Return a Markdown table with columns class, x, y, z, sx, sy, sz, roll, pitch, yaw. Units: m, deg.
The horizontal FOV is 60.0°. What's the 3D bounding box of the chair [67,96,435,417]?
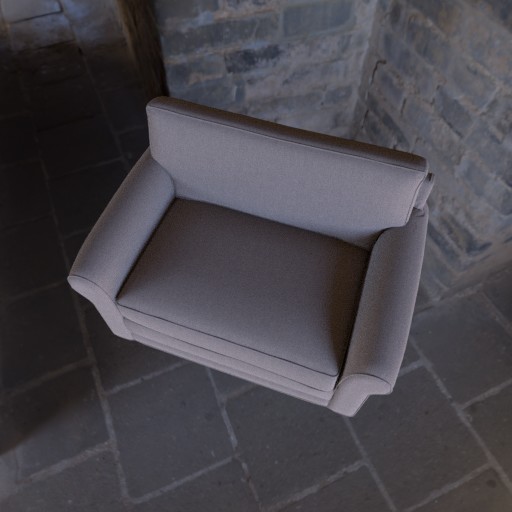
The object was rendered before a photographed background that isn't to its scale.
| class | x | y | z | sx | sy | sz | roll | pitch | yaw |
| --- | --- | --- | --- | --- | --- | --- | --- | --- | --- |
| chair | 0.000 | 0.000 | 2.014 | 1.390 | 0.930 | 0.930 | 16 | 59 | 10 |
